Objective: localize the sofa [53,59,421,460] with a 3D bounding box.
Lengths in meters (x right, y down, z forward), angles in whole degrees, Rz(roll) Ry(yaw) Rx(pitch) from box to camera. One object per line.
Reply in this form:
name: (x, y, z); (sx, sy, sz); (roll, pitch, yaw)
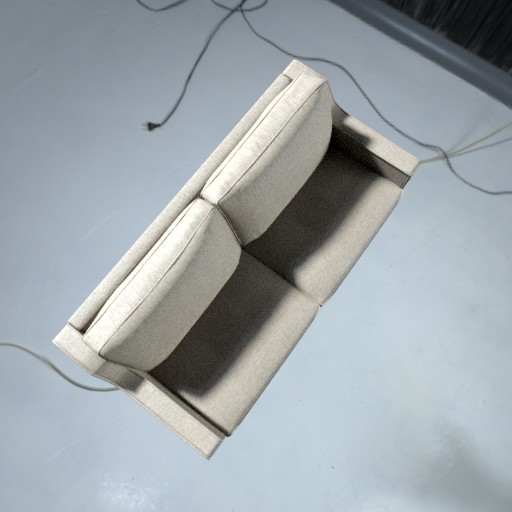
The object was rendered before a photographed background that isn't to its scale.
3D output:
sofa: (0.000, 0.000, 2.811); (1.073, 1.074, 2.181); (36, 78, 9)
